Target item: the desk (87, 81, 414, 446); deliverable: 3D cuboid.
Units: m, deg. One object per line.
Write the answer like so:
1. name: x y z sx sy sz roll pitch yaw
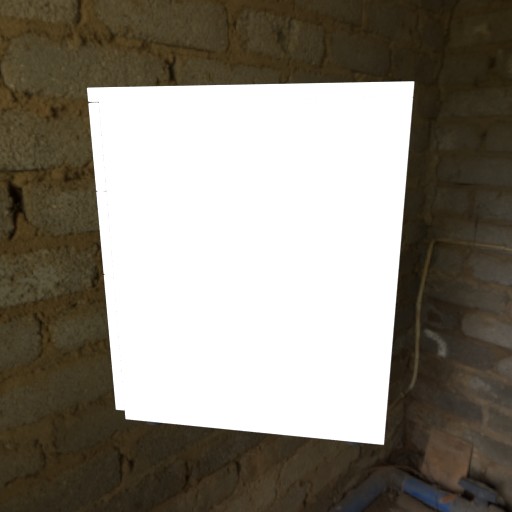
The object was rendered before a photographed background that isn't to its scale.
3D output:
1. desk: 0.000 0.000 1.071 0.600 0.730 0.404 2 15 9
